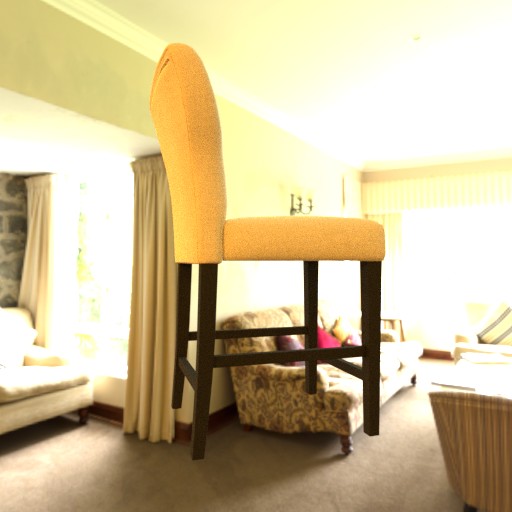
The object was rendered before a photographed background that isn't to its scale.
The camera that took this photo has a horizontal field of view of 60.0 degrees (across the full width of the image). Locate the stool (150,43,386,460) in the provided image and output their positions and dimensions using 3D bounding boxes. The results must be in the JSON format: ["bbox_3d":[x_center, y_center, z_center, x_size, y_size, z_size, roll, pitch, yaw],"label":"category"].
[{"bbox_3d":[0.000,0.000,1.308,0.603,0.972,0.514,0,-1,-18],"label":"stool"}]
